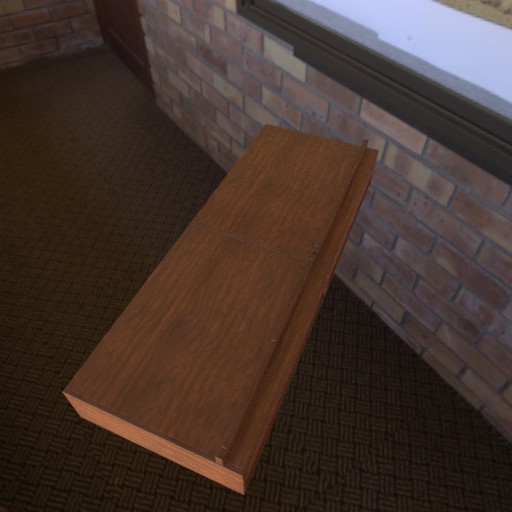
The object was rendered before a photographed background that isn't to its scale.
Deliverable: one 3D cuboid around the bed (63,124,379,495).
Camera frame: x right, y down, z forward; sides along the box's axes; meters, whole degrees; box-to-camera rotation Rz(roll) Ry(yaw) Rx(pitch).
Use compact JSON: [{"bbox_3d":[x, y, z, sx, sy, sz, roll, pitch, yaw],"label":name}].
[{"bbox_3d":[0.000,0.000,2.321,0.787,0.326,2.057,18,51,15],"label":"bed"}]
